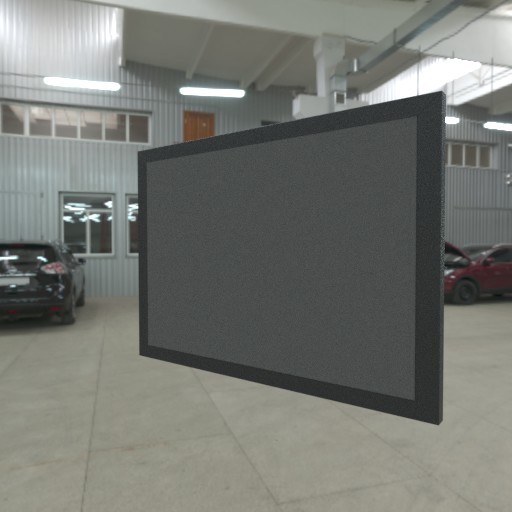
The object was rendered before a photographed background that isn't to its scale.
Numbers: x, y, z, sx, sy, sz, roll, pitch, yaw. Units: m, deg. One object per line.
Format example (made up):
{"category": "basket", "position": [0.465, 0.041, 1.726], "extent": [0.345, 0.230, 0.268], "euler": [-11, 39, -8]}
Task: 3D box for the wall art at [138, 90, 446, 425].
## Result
{"category": "wall art", "position": [0.000, 0.000, 0.540], "extent": [0.432, 0.306, 0.016], "euler": [1, 2, 37]}
